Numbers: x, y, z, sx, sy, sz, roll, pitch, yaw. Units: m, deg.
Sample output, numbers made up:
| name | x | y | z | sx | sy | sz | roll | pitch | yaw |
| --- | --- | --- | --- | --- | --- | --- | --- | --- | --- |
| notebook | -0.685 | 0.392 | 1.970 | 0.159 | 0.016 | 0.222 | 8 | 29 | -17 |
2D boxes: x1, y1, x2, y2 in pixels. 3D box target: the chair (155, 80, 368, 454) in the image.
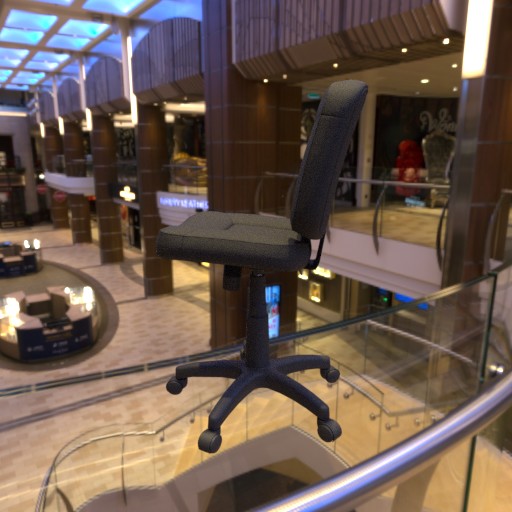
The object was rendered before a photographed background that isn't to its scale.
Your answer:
| name | x | y | z | sx | sy | sz | roll | pitch | yaw |
| --- | --- | --- | --- | --- | --- | --- | --- | --- | --- |
| chair | 0.000 | 0.000 | 1.350 | 0.610 | 0.972 | 0.610 | 2 | 13 | 9 |
